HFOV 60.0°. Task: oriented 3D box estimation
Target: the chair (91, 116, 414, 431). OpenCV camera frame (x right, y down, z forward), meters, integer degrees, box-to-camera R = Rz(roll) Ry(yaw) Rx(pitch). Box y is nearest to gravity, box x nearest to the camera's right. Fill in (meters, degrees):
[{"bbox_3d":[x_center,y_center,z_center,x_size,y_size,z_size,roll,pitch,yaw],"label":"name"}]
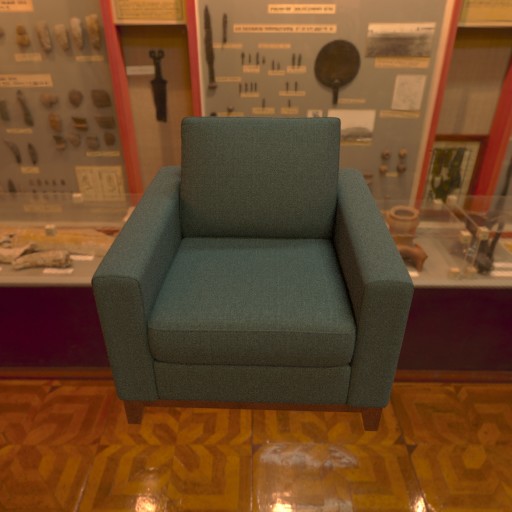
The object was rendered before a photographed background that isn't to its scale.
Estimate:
[{"bbox_3d":[0.000,0.000,1.884,1.024,1.010,1.038,1,31,2],"label":"chair"}]
